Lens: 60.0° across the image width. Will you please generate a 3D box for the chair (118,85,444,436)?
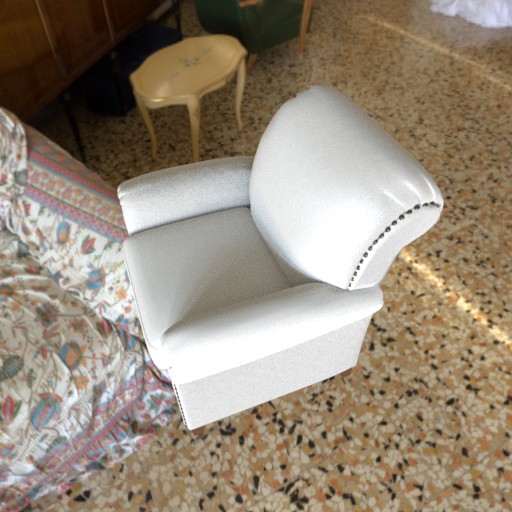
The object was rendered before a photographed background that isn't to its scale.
[{"bbox_3d":[0.000,0.000,1.591,0.890,0.927,0.854,-16,49,-14],"label":"chair"}]
